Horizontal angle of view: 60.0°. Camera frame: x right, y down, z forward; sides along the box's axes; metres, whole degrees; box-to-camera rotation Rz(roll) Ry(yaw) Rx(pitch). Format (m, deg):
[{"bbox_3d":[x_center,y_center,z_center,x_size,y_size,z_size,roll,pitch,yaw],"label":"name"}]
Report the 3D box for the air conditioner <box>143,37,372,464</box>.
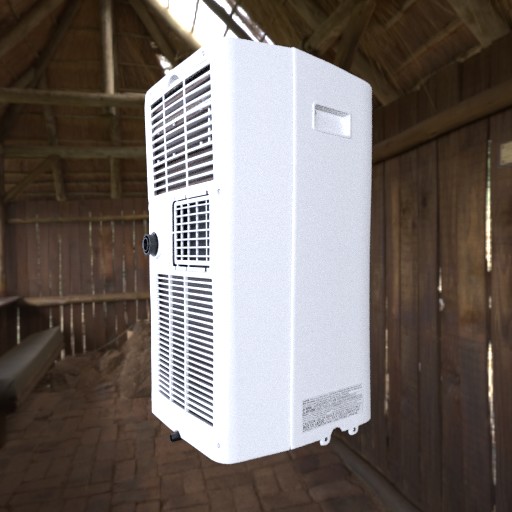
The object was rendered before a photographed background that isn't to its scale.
[{"bbox_3d":[0.000,0.000,0.785,0.349,0.606,0.304,0,0,-35],"label":"air conditioner"}]
